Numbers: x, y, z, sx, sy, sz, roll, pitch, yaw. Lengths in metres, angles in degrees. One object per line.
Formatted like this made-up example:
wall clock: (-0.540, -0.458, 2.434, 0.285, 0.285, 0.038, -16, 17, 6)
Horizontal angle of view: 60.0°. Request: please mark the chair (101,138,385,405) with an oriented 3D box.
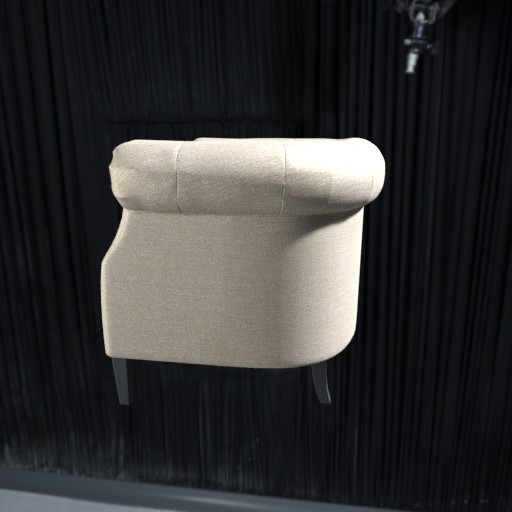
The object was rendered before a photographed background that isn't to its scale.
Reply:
chair: (0.000, 0.000, 1.605, 0.852, 0.827, 0.905, 2, 16, 8)
